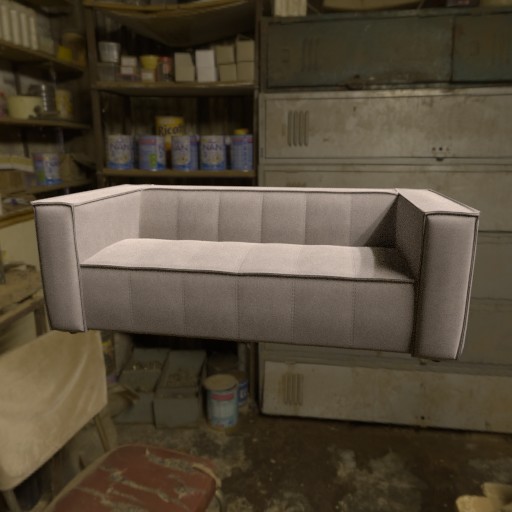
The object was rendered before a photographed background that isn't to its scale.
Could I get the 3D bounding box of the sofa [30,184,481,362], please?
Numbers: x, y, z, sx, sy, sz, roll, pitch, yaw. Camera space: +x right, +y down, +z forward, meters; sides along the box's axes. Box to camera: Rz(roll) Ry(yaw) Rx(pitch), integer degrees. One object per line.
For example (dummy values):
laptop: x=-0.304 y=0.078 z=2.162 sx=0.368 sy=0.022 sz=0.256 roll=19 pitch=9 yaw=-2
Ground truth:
sofa: x=0.000 y=0.000 z=2.432 sx=1.995 sy=0.680 sz=1.038 roll=2 pitch=14 yaw=10
